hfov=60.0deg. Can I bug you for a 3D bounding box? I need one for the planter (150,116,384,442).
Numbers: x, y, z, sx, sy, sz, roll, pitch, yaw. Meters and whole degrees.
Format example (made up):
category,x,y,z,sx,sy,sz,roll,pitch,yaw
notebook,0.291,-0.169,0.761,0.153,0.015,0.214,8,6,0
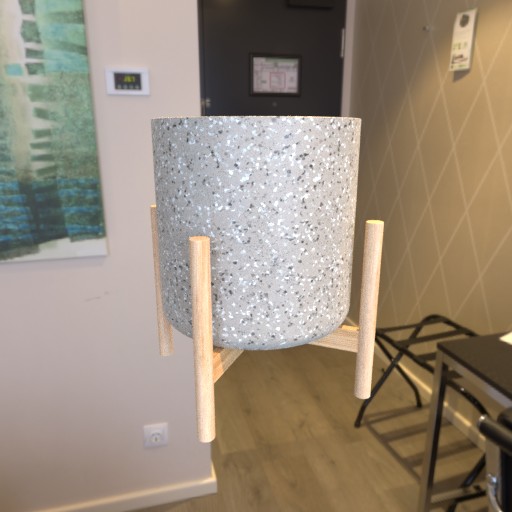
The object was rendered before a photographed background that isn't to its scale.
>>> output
category,x,y,z,sx,sy,sz,roll,pitch,yaw
planter,0.000,0.000,0.711,0.360,0.419,0.360,15,22,42
